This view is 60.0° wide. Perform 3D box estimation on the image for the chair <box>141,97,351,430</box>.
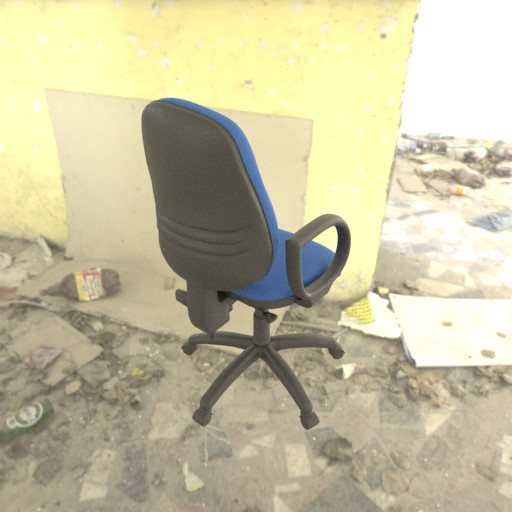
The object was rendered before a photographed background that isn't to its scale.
[{"bbox_3d":[0.000,0.000,1.247,0.552,0.905,0.549,22,36,33],"label":"chair"}]
